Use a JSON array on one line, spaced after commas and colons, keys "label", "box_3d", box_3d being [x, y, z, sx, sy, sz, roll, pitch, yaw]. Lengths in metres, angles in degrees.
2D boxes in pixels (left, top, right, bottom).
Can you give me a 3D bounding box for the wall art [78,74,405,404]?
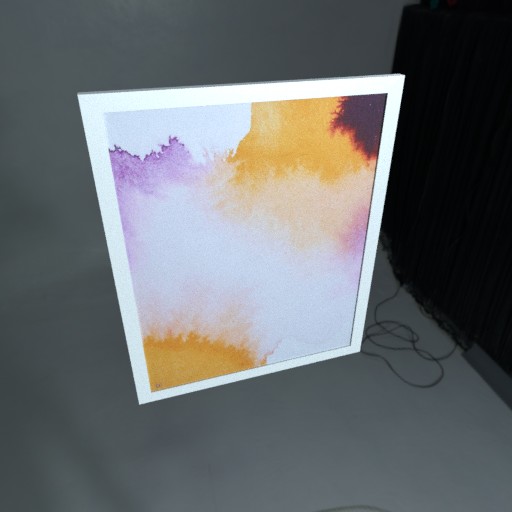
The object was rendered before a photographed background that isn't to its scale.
[{"label": "wall art", "box_3d": [0.000, 0.000, 0.619, 0.382, 0.456, 0.013, -9, 32, -15]}]
